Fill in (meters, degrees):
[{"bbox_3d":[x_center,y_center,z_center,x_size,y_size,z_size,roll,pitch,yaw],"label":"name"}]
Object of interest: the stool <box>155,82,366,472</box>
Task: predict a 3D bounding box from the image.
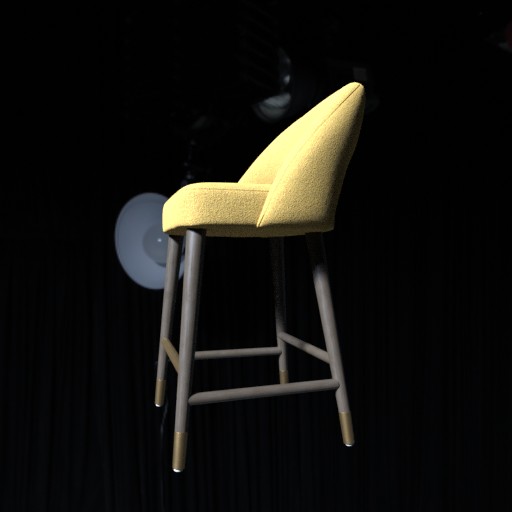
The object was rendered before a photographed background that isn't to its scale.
[{"bbox_3d":[0.000,0.000,1.253,0.522,0.939,0.536,0,0,-18],"label":"stool"}]
